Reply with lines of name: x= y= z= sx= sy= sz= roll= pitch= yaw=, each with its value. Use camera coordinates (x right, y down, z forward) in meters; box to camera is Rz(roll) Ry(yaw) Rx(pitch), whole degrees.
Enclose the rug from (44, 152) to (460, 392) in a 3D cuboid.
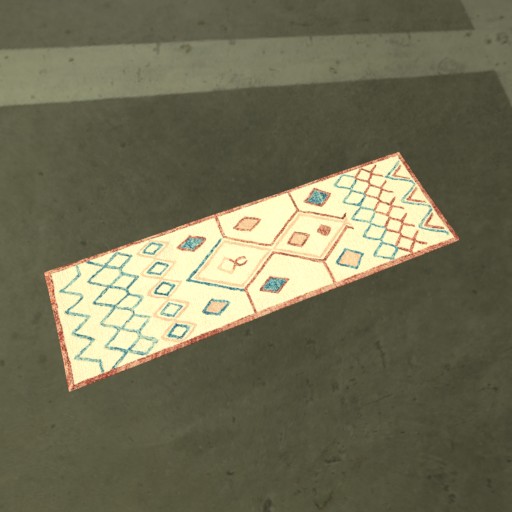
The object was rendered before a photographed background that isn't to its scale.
rug: x=0.000 y=0.000 z=2.705 sx=2.435 sy=0.011 sz=0.750 roll=-20 pitch=65 yaw=-10
